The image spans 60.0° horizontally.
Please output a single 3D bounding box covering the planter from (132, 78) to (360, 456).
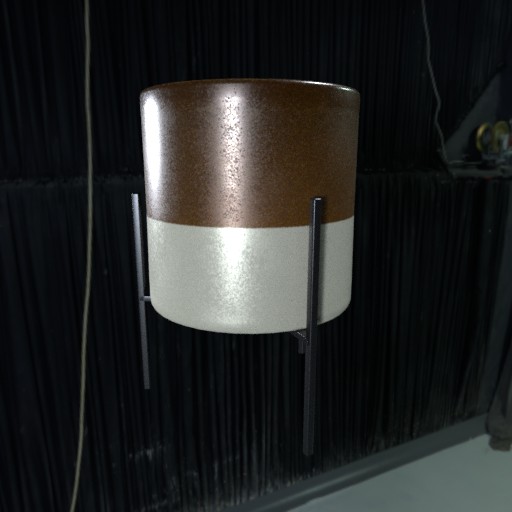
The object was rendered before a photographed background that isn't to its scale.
[{"bbox_3d":[0.000,0.000,0.542,0.255,0.375,0.269,-7,15,-27],"label":"planter"}]
